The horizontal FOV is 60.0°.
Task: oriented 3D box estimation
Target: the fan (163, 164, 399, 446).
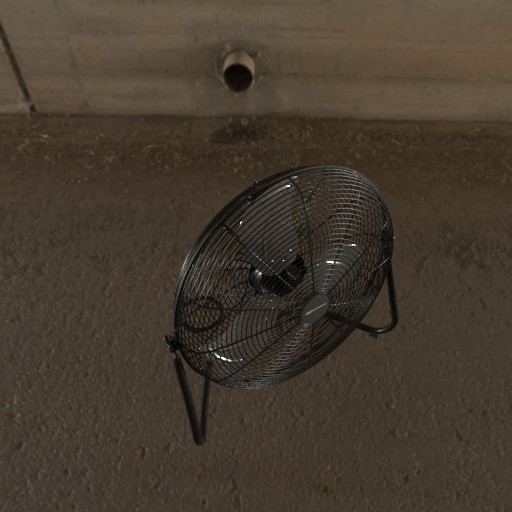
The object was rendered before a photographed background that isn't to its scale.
[{"bbox_3d":[0.000,0.000,1.035,0.595,0.605,0.470,-25,52,-21],"label":"fan"}]
